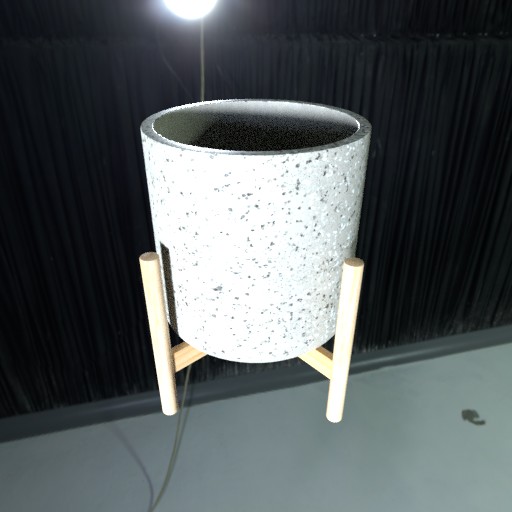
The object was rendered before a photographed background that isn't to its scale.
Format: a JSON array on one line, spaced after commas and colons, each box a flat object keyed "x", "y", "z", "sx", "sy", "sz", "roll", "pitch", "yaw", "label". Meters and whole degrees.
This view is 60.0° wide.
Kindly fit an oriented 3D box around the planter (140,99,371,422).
[{"x": 0.000, "y": 0.000, "z": 0.701, "sx": 0.360, "sy": 0.419, "sz": 0.360, "roll": -10, "pitch": 32, "yaw": -17, "label": "planter"}]
